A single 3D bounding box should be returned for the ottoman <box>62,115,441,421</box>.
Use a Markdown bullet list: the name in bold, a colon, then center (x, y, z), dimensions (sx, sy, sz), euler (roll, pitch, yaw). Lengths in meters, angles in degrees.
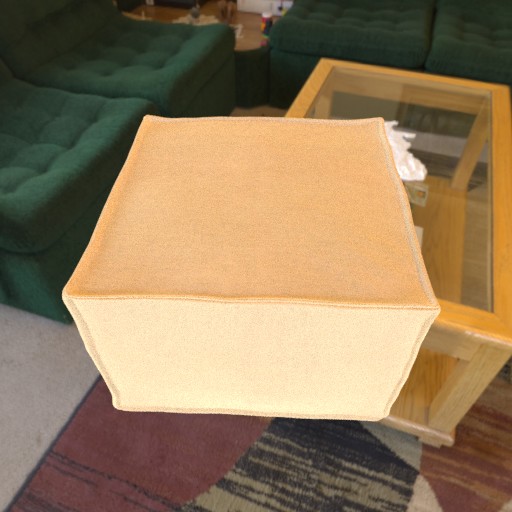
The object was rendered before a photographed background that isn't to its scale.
- **ottoman**: center (0.000, 0.000, 1.155), dimensions (0.707, 0.470, 0.696), euler (2, 46, 2)
